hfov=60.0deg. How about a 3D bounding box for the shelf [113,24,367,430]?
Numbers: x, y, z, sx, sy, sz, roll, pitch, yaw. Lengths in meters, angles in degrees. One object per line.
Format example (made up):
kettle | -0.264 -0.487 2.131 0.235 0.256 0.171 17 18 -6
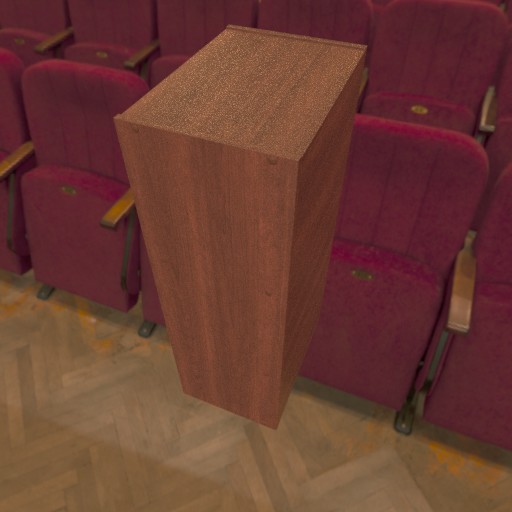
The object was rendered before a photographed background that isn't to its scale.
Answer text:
shelf | 0.000 0.000 1.069 0.290 0.879 0.414 17 49 15
